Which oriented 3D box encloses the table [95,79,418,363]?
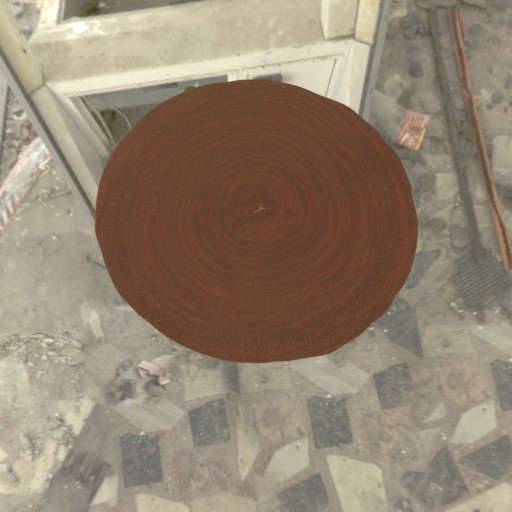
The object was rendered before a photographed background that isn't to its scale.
[{"bbox_3d":[0.000,0.000,0.778,0.410,0.450,0.380,16,75,4],"label":"table"}]
